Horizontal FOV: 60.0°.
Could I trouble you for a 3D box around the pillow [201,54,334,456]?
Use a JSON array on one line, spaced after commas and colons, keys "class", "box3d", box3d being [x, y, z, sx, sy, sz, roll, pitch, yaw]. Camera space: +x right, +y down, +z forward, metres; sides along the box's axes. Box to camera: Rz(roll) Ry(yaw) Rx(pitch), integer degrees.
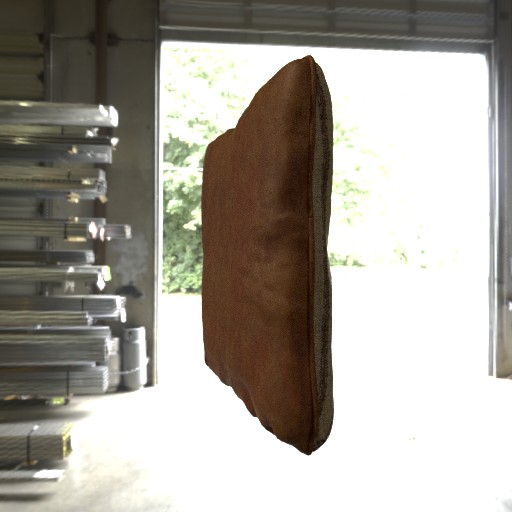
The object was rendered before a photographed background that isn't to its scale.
[{"class": "pillow", "box3d": [0.000, 0.000, 0.745, 0.130, 0.490, 0.489, 0, -1, -18]}]
